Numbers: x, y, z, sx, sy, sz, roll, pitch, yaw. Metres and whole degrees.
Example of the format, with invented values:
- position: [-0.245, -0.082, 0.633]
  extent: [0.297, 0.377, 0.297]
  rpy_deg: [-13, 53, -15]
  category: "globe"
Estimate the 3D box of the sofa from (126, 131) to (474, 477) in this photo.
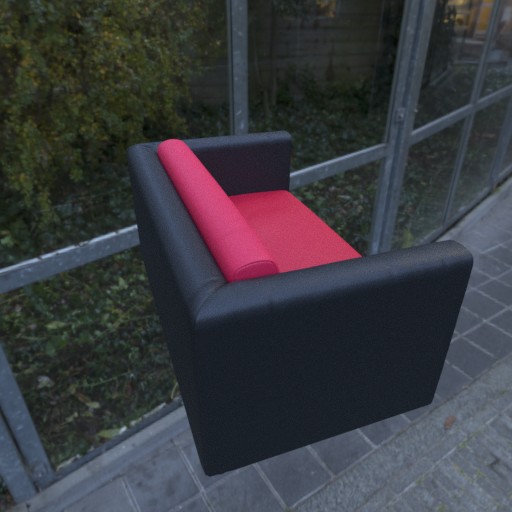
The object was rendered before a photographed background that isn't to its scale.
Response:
- position: [0.000, 0.000, 1.865]
  extent: [0.845, 0.735, 1.410]
  rpy_deg: [-11, 33, -17]
  category: "sofa"
